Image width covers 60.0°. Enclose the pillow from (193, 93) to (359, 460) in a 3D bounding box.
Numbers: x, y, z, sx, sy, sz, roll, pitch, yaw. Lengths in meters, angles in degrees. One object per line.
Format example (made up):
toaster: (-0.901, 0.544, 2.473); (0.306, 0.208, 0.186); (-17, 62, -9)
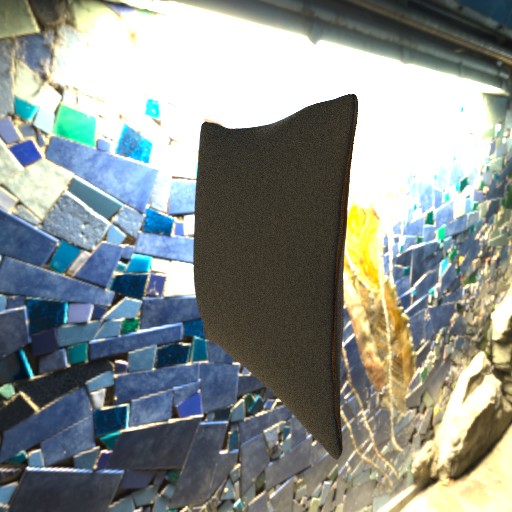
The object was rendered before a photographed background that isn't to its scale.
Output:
pillow: (0.000, 0.000, 0.669); (0.136, 0.419, 0.437); (-6, 14, -27)
